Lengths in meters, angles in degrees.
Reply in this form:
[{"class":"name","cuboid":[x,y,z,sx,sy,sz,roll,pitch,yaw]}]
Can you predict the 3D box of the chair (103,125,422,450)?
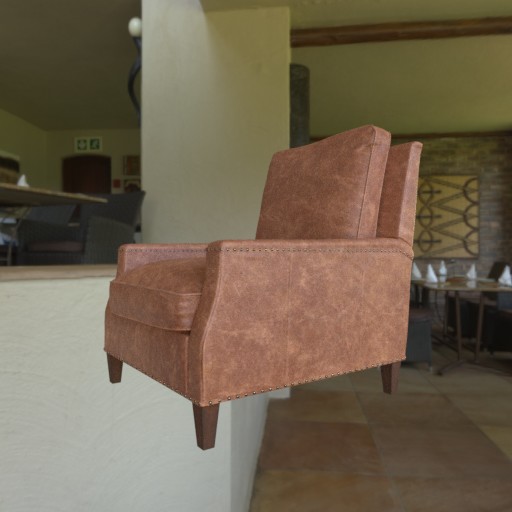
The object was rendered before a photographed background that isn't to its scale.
[{"class":"chair","cuboid":[0.000,0.000,1.802,1.035,1.054,0.854,0,1,-36]}]
